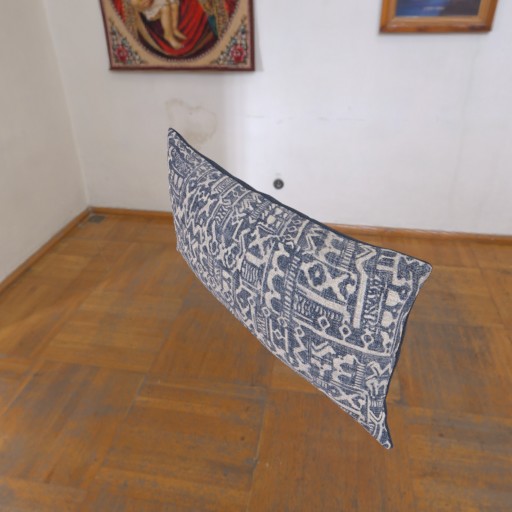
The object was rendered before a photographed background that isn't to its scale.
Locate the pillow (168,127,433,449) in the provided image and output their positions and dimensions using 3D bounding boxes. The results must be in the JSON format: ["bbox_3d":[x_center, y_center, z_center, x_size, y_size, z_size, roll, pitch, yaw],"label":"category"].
[{"bbox_3d":[0.000,0.000,0.735,0.148,0.292,0.631,-20,37,-29],"label":"pillow"}]
